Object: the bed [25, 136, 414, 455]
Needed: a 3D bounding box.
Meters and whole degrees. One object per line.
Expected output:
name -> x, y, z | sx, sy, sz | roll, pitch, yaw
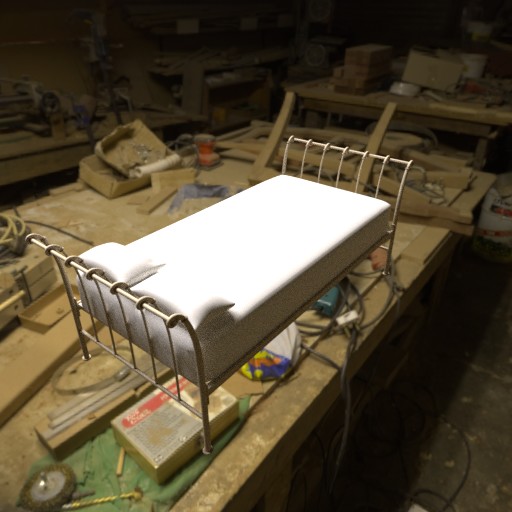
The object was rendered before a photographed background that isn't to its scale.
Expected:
bed -> 0.000, 0.000, 2.771 | 1.032, 0.873, 2.228 | 22, 37, 33
